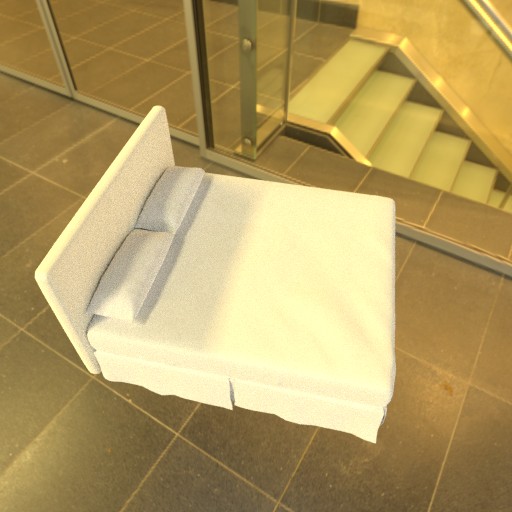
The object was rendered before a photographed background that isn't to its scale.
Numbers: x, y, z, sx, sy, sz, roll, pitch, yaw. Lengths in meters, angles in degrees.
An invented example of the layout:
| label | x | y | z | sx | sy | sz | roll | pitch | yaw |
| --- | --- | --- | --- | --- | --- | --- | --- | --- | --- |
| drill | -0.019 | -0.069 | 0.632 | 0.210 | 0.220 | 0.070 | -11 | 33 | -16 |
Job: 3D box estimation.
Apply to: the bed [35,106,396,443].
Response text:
| label | x | y | z | sx | sy | sz | roll | pitch | yaw |
| --- | --- | --- | --- | --- | --- | --- | --- | --- | --- |
| bed | 0.000 | 0.000 | 3.610 | 2.341 | 1.317 | 2.119 | 9 | 49 | 8 |
